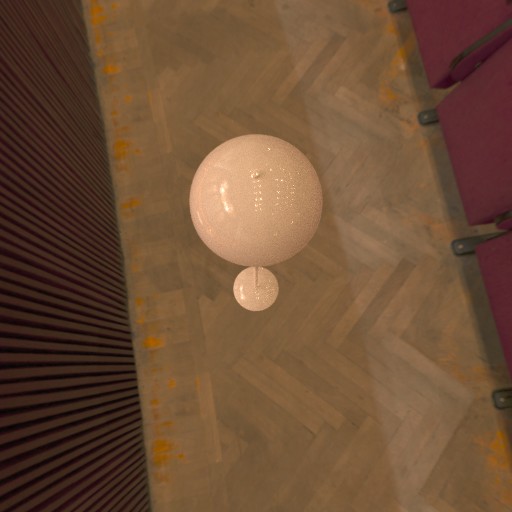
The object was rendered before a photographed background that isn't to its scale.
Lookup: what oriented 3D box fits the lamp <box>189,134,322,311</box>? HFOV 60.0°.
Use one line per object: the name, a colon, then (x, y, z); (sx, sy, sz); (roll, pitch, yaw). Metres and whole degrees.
lamp: (0.000, 0.000, 1.654); (0.328, 1.480, 0.328); (-8, 77, -2)
